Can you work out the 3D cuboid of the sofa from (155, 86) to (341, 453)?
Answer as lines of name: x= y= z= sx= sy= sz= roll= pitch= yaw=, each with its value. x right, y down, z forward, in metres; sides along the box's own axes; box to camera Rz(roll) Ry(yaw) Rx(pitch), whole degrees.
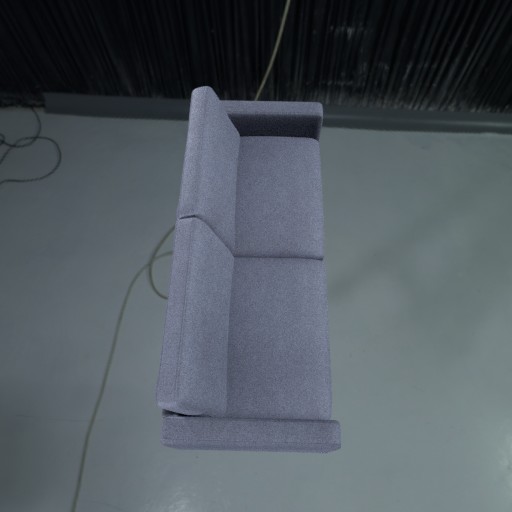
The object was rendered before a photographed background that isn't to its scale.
sofa: x=0.000 y=0.000 z=2.399 sx=0.774 sy=0.828 sz=1.925 roll=1 pitch=64 yaw=1
